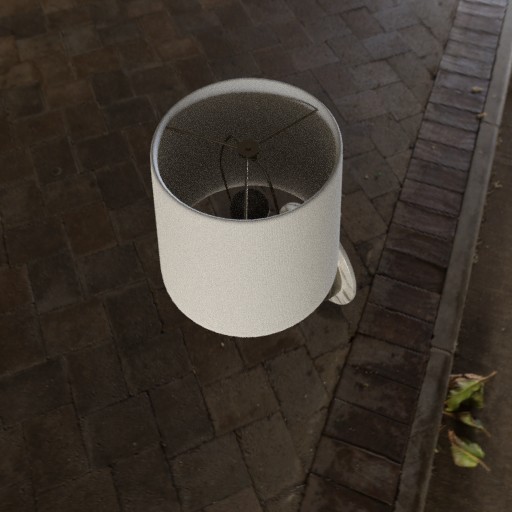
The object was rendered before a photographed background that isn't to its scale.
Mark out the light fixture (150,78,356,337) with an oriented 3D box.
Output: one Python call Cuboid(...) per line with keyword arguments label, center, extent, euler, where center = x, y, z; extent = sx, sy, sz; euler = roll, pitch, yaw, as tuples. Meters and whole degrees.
Cuboid(label="light fixture", center=(0.000, 0.000, 0.446), extent=(0.188, 0.337, 0.168), euler=(-32, 67, -16))
